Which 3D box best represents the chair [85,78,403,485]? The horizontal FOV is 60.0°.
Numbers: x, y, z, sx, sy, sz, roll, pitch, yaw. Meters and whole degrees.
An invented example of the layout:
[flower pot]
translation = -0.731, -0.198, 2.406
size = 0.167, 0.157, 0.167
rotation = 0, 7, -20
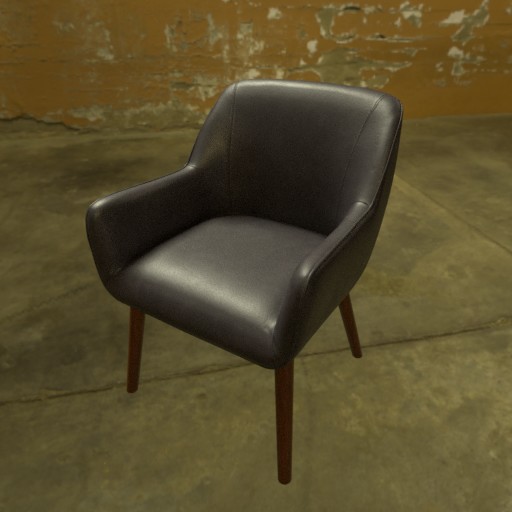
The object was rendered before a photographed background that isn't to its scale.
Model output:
[chair]
translation = 0.000, 0.000, 1.199
size = 0.610, 0.828, 0.610
rotation = 18, 33, 29
